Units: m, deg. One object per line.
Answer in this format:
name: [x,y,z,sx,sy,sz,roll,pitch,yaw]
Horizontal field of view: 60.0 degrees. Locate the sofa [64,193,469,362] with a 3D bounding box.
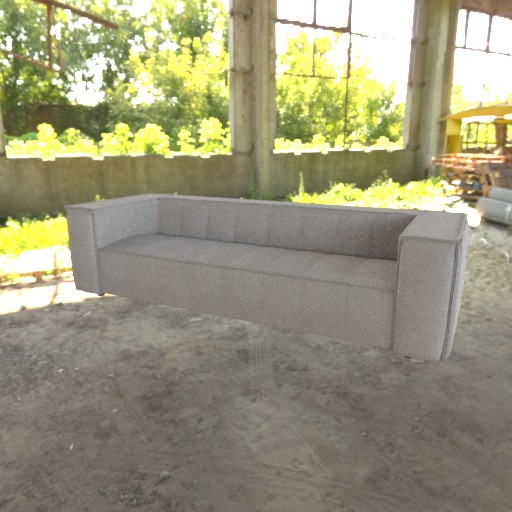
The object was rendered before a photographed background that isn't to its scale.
sofa: [0.000,0.000,3.155,2.697,0.680,1.038,7,16,26]
